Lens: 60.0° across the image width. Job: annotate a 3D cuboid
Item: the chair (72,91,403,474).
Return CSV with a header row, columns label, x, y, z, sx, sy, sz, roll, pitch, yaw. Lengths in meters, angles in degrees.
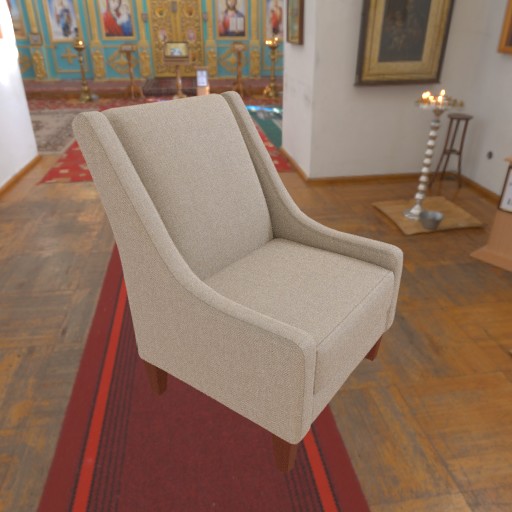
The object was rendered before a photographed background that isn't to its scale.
label,x,y,z,sx,sy,sz,roll,pitch,yaw
chair,0.000,0.000,1.599,0.870,1.014,0.774,18,32,32
